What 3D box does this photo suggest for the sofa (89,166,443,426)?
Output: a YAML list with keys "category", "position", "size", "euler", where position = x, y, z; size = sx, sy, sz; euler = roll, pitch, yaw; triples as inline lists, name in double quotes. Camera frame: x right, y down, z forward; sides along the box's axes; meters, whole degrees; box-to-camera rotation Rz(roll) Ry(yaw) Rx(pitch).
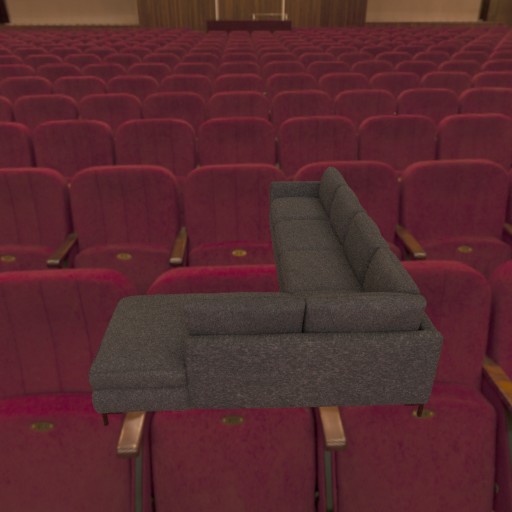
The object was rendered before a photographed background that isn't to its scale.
- category: "sofa"
  position: [0.000, 0.000, 3.800]
  size: [2.007, 0.815, 2.949]
  euler: [-1, 27, -2]
